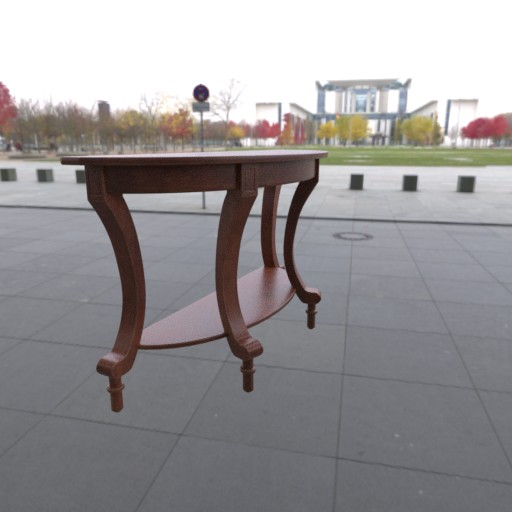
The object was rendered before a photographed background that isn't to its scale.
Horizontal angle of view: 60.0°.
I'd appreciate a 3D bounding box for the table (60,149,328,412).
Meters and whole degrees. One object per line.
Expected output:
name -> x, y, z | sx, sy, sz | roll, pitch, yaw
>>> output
table -> 0.000, 0.000, 1.536 | 0.394, 0.699, 1.198 | 7, 16, 27
